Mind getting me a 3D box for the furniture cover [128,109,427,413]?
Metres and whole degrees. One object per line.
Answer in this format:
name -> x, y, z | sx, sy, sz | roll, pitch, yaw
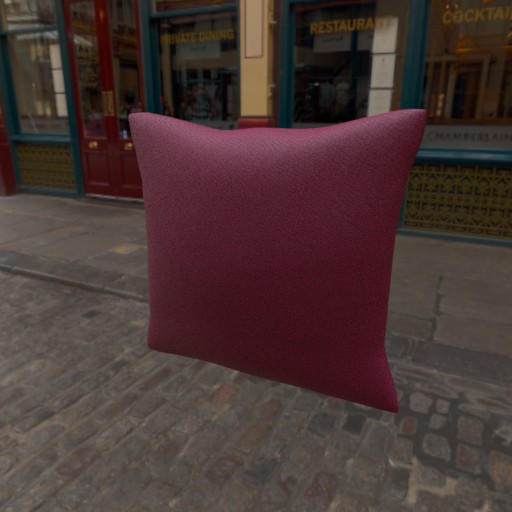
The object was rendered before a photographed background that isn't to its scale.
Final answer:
furniture cover -> 0.000, 0.000, 0.818 | 0.552, 0.509, 0.193 | 8, 18, 25
